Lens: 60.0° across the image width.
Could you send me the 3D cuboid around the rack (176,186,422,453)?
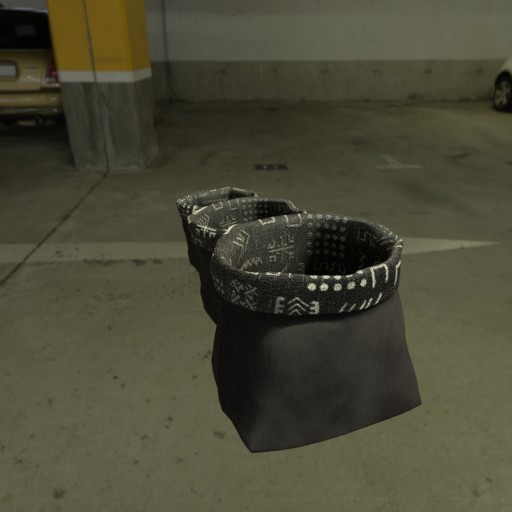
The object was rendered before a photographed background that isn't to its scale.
[{"bbox_3d":[0.000,0.000,1.109,0.379,0.323,0.905,-9,27,-18],"label":"rack"}]
